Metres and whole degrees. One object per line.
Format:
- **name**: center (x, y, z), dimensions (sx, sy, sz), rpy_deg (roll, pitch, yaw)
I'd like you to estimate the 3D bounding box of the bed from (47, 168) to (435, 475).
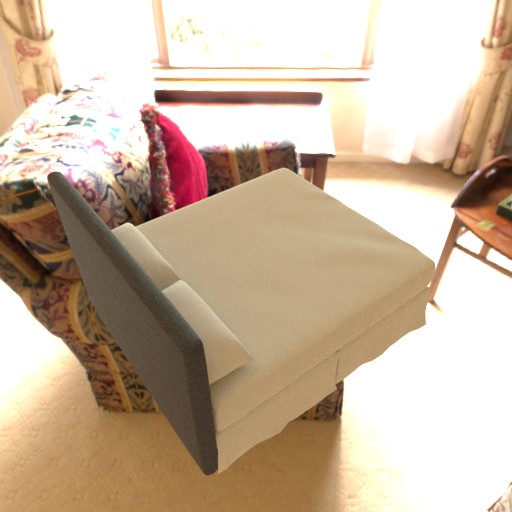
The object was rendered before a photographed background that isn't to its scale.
- **bed**: center (0.000, 0.000, 3.282), dimensions (2.142, 1.330, 1.884), rpy_deg (-27, 48, -27)
